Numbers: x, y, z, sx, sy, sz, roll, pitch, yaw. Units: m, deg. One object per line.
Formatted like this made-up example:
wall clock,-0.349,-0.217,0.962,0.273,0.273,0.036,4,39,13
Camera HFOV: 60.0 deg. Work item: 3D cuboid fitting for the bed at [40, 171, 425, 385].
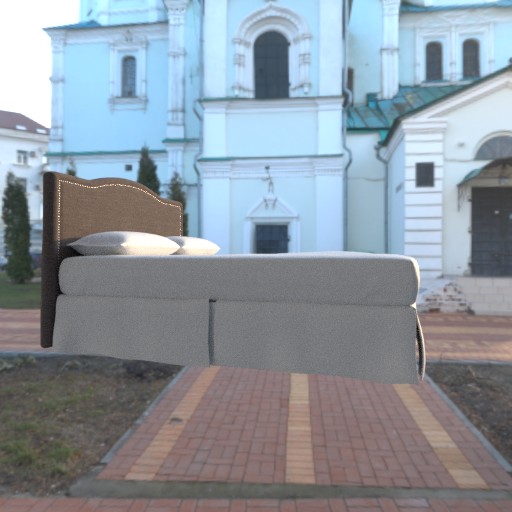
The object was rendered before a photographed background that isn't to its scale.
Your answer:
bed,0.000,0.000,3.839,2.689,1.457,2.161,0,0,18
